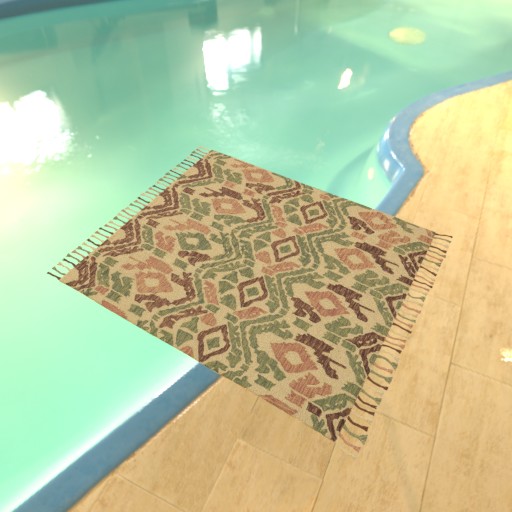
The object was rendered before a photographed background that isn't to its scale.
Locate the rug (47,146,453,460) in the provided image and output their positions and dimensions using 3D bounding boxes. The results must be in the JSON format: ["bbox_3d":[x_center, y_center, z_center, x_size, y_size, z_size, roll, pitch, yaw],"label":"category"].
[{"bbox_3d":[0.000,0.000,4.154,3.048,0.010,2.438,24,52,21],"label":"rug"}]
